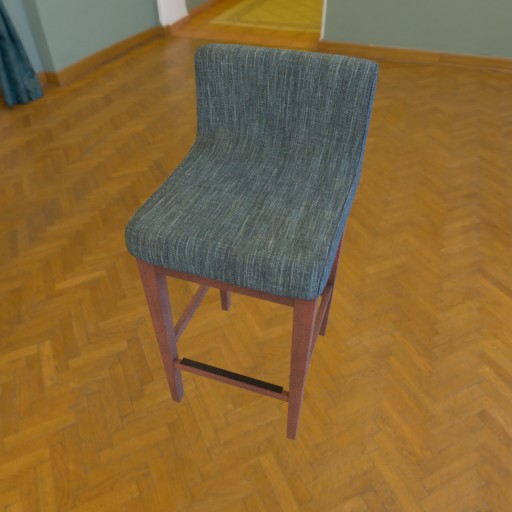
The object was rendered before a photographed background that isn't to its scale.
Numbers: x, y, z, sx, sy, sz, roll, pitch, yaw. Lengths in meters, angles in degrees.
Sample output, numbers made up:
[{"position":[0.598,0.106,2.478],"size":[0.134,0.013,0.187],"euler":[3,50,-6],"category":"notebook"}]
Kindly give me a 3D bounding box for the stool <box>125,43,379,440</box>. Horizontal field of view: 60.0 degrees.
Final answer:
[{"position":[0.000,0.000,1.067],"size":[0.395,0.835,0.459],"euler":[13,42,14],"category":"stool"}]
